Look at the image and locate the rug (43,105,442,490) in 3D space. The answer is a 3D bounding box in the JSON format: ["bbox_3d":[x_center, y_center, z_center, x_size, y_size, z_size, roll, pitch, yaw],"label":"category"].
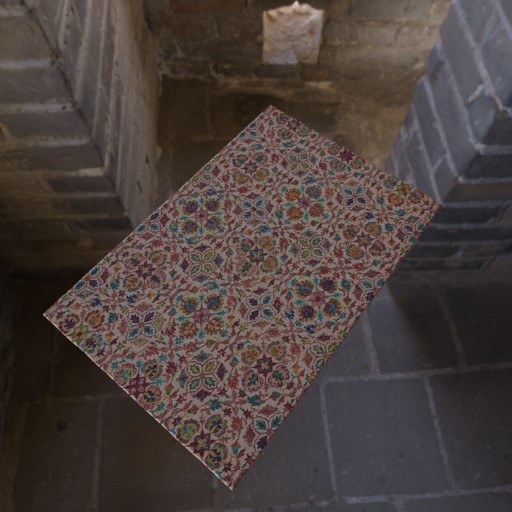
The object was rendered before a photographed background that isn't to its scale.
[{"bbox_3d":[0.000,0.000,2.937,1.541,0.018,2.297,35,68,17],"label":"rug"}]
